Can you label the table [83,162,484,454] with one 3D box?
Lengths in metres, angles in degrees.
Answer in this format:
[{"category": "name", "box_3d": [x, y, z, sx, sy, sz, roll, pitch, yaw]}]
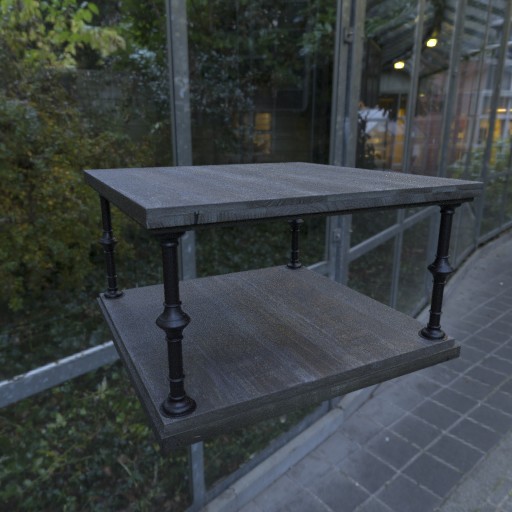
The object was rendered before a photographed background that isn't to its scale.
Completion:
[{"category": "table", "box_3d": [0.000, 0.000, 1.111, 0.696, 0.400, 0.696, -8, 18, -26]}]
